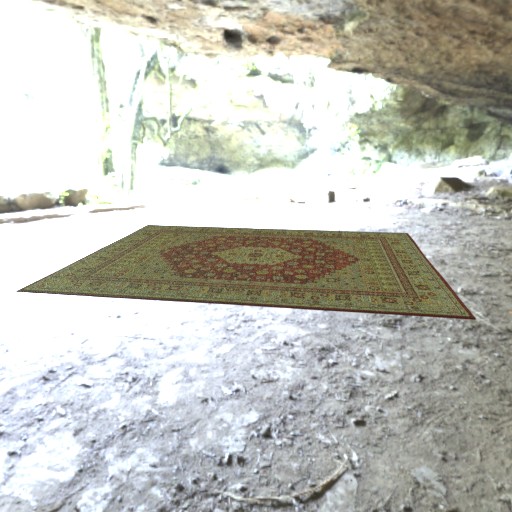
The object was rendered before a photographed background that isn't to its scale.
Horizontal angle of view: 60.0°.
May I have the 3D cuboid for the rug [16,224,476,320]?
[{"bbox_3d":[0.000,0.000,4.024,3.053,0.013,2.387,2,16,9],"label":"rug"}]
